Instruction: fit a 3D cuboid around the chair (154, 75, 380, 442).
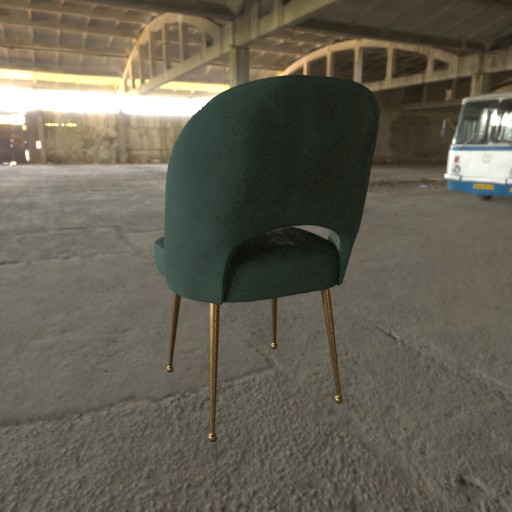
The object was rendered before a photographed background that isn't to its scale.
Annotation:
[{"bbox_3d":[0.000,0.000,1.224,0.527,0.860,0.577,-7,16,-25],"label":"chair"}]
